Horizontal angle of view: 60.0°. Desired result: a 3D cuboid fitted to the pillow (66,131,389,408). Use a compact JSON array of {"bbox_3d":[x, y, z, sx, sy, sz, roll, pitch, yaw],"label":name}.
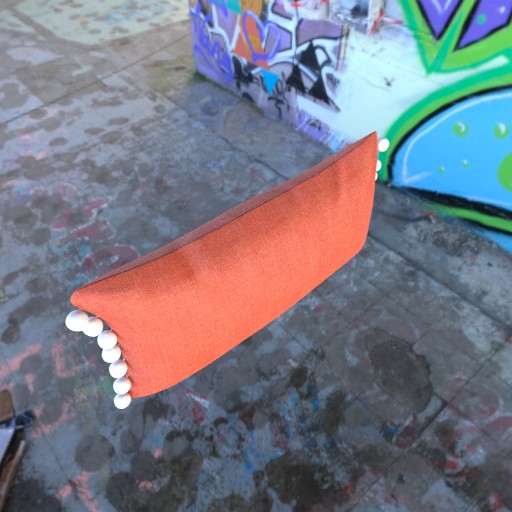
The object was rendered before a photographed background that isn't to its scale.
[{"bbox_3d":[0.000,0.000,0.858,0.709,0.322,0.201,-33,55,-27],"label":"pillow"}]
